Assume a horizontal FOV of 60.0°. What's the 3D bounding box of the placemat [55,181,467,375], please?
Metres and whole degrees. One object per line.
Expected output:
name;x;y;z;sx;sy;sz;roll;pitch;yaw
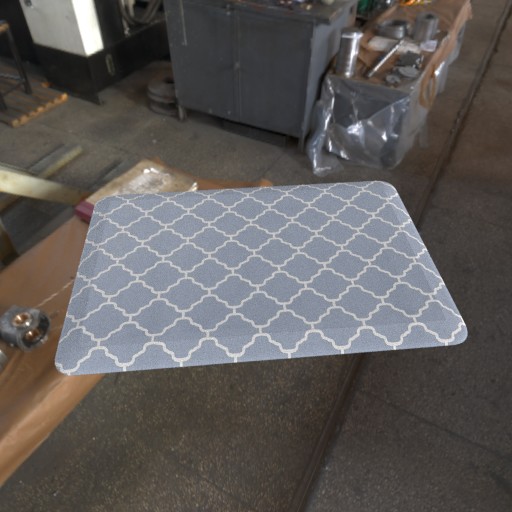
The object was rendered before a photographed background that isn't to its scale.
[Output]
placemat;0.000;0.000;0.964;0.762;0.021;0.508;-4;45;-4
